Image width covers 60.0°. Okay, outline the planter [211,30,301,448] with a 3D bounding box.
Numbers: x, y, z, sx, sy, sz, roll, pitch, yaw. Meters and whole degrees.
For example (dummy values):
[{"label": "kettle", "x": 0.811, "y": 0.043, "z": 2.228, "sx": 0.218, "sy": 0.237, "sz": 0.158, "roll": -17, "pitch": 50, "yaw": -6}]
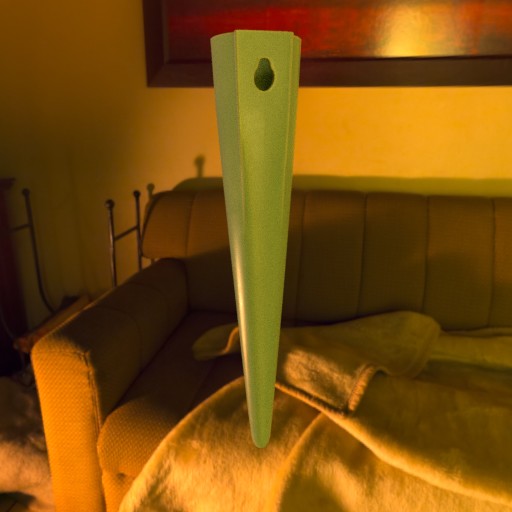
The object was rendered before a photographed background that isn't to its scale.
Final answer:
[{"label": "planter", "x": 0.000, "y": 0.000, "z": 0.299, "sx": 0.054, "sy": 0.268, "sz": 0.055, "roll": -3, "pitch": 15, "yaw": -9}]
